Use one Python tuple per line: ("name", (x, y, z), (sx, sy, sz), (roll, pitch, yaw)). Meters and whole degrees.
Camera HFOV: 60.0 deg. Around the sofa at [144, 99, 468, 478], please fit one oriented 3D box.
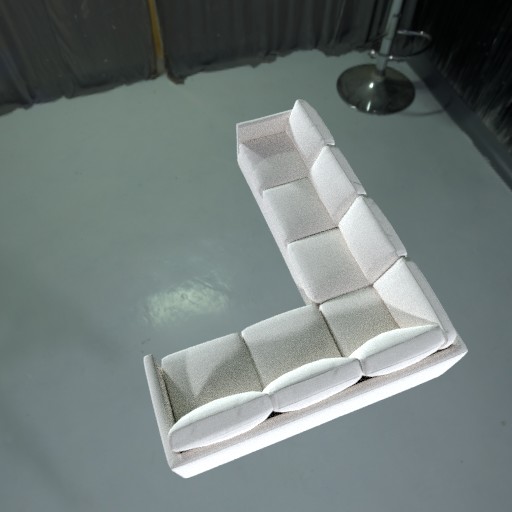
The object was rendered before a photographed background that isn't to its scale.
("sofa", (0.000, 0.000, 4.437), (2.593, 0.947, 3.302), (-18, 60, -11))
